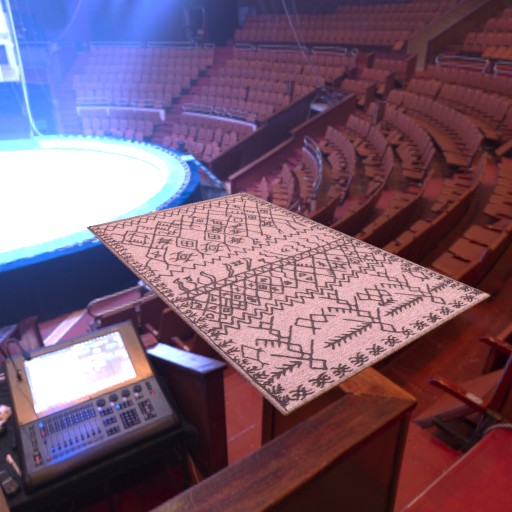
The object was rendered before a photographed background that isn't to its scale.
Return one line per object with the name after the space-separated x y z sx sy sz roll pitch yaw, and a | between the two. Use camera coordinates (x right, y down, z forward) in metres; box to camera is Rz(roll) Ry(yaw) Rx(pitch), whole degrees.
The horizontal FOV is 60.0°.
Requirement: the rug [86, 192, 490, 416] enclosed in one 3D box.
0.000 0.000 3.008 1.526 0.012 2.444 -18 31 -32 | rug
